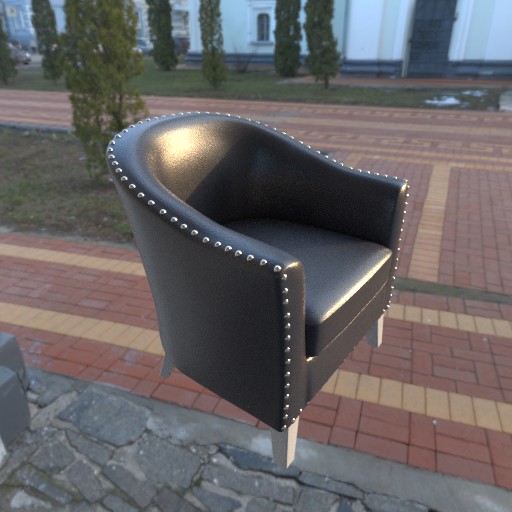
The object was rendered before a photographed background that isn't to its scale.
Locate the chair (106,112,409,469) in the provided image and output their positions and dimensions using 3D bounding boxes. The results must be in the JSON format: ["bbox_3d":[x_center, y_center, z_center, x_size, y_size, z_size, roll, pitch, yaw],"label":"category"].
[{"bbox_3d":[0.000,0.000,1.439,0.748,0.823,0.794,17,31,32],"label":"chair"}]
